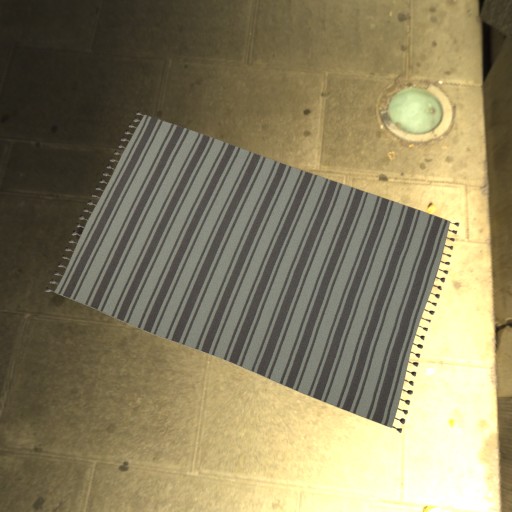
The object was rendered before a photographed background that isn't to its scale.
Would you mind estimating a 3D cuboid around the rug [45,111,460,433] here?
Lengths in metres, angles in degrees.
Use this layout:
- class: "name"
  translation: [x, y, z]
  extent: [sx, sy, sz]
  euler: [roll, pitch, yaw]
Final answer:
- class: "rug"
  translation: [0.000, 0.000, 2.530]
  extent: [2.096, 0.011, 1.229]
  euler: [20, 76, 6]
